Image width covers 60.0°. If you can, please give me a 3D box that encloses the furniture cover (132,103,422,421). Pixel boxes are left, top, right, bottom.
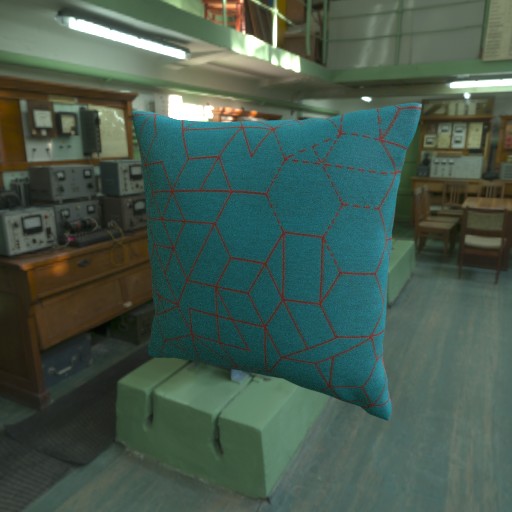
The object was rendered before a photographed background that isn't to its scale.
[{"bbox_3d":[0.000,0.000,0.794,0.517,0.508,0.158,7,16,25],"label":"furniture cover"}]
